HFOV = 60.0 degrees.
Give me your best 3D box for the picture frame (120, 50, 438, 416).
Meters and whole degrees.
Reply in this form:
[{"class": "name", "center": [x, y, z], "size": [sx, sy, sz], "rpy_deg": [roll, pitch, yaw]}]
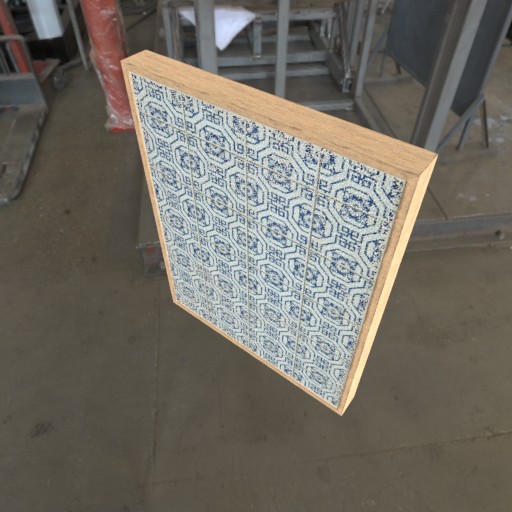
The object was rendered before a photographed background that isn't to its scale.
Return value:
[{"class": "picture frame", "center": [0.000, 0.000, 0.706], "size": [0.421, 0.526, 0.046], "rpy_deg": [29, 53, 25]}]
